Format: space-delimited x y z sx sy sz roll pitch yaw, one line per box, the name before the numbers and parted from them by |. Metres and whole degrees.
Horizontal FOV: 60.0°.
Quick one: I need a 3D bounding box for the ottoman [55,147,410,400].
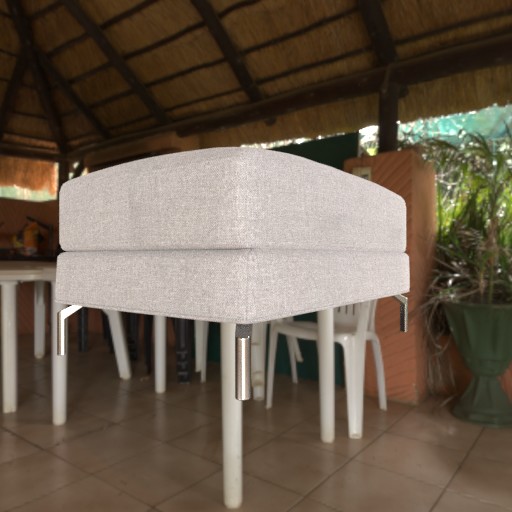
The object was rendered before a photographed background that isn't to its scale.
ottoman | 0.000 0.000 1.185 0.584 0.457 0.838 0 0 37
